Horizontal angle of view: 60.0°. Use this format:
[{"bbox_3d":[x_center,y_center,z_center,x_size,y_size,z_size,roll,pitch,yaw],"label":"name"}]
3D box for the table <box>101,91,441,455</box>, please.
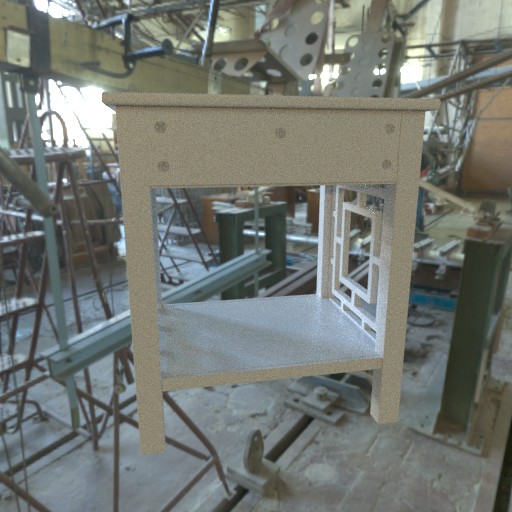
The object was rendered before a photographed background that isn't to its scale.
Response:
[{"bbox_3d":[0.000,0.000,1.007,0.564,0.646,0.451,-3,14,-11],"label":"table"}]
